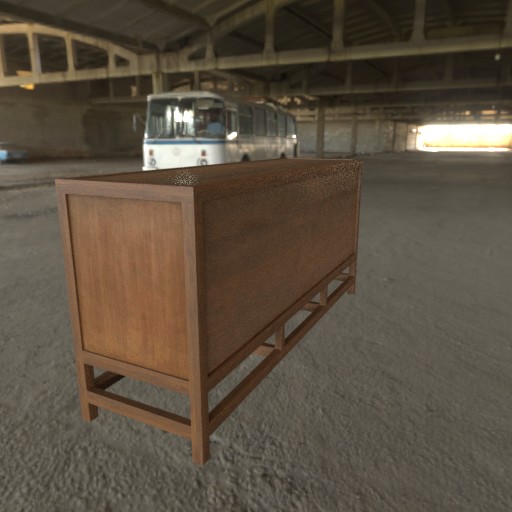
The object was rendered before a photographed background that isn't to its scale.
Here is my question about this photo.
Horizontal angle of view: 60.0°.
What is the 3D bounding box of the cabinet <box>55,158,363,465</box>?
[{"bbox_3d":[0.000,0.000,2.055,0.522,0.820,1.708,7,17,26],"label":"cabinet"}]
